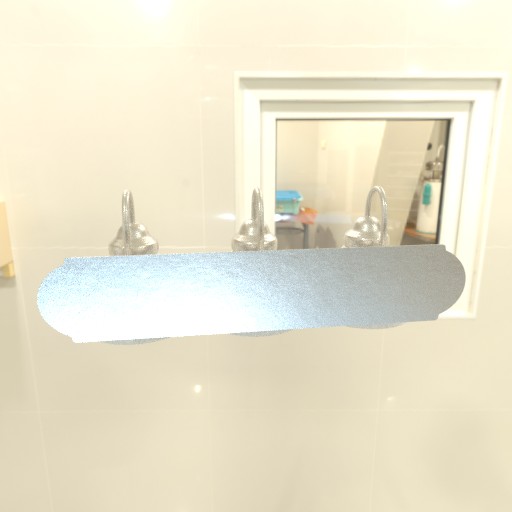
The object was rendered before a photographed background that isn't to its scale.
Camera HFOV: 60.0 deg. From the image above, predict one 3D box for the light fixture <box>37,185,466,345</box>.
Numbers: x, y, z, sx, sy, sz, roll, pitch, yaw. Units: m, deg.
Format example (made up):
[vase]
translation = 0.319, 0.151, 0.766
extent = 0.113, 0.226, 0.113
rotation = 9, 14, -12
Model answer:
[light fixture]
translation = 0.000, 0.000, 0.714
extent = 0.610, 0.222, 0.199
rotation = -2, 15, -8
